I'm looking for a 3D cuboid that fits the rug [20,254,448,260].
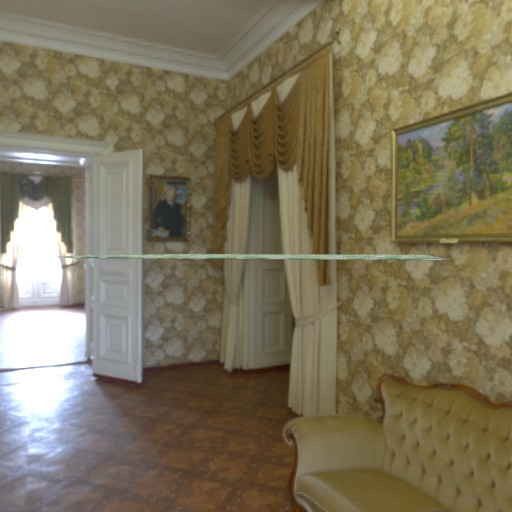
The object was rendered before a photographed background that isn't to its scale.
[{"bbox_3d":[0.000,0.000,4.108,3.045,0.007,2.436,0,1,18],"label":"rug"}]
